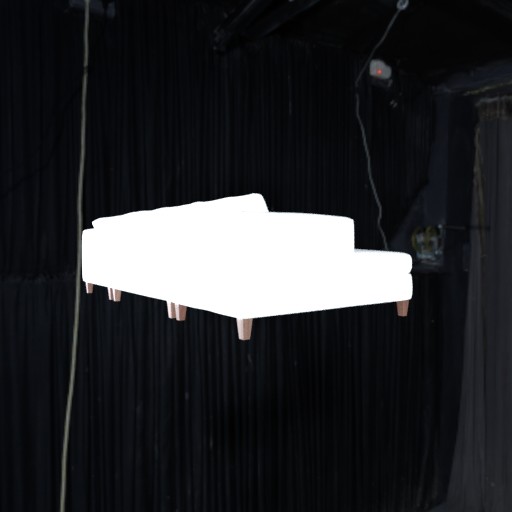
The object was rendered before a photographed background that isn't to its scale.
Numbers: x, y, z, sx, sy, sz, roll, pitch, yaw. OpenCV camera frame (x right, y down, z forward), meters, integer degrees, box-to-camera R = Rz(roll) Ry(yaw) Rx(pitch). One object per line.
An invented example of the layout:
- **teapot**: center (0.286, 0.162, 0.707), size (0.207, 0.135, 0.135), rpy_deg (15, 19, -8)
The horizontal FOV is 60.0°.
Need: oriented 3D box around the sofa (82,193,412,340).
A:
- **sofa**: center (0.000, 0.000, 4.434), size (2.551, 0.853, 3.238), rpy_deg (-1, 1, -36)
